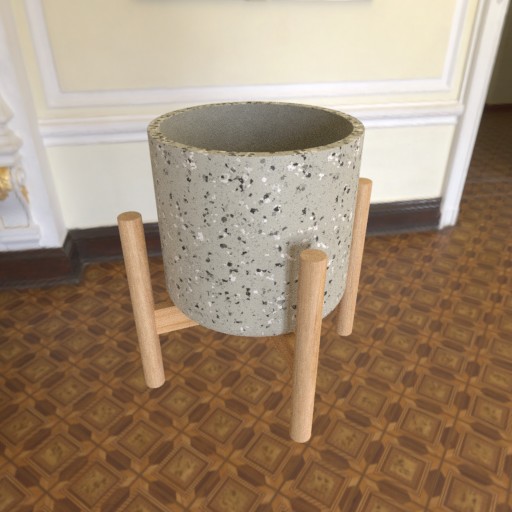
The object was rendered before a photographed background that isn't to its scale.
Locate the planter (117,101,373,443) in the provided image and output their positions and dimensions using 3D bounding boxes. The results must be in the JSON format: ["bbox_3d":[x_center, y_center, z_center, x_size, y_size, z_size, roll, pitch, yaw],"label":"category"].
[{"bbox_3d":[0.000,0.000,0.542,0.284,0.320,0.284,1,30,1],"label":"planter"}]
